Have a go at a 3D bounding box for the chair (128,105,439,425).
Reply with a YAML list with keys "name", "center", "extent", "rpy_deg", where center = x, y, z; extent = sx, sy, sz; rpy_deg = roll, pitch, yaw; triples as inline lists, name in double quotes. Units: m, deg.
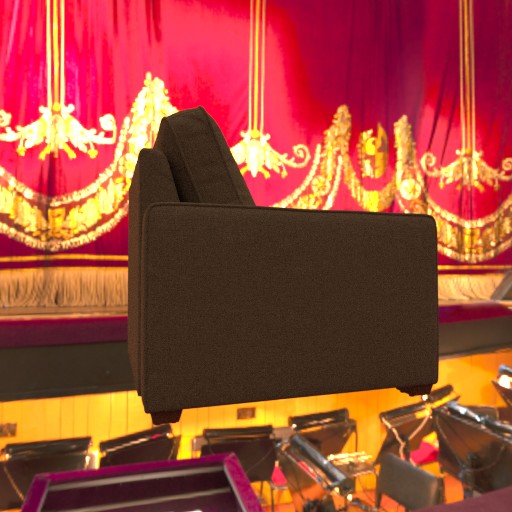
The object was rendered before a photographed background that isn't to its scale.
- name: "chair"
  center: [0.000, 0.000, 1.748]
  extent: [0.940, 0.919, 1.017]
  rpy_deg: [0, -1, -18]
